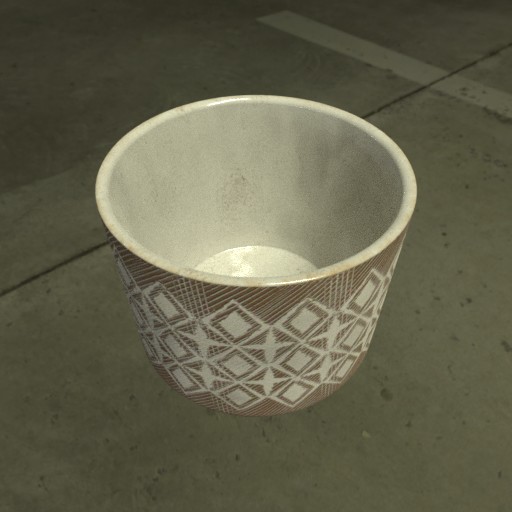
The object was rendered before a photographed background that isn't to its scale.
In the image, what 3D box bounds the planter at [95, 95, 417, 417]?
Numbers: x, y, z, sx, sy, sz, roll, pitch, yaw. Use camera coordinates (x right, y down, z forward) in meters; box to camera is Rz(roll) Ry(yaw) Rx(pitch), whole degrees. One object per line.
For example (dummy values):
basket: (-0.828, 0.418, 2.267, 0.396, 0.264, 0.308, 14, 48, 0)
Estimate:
planter: (0.000, 0.000, 0.216, 0.126, 0.104, 0.126, 0, 46, 0)
